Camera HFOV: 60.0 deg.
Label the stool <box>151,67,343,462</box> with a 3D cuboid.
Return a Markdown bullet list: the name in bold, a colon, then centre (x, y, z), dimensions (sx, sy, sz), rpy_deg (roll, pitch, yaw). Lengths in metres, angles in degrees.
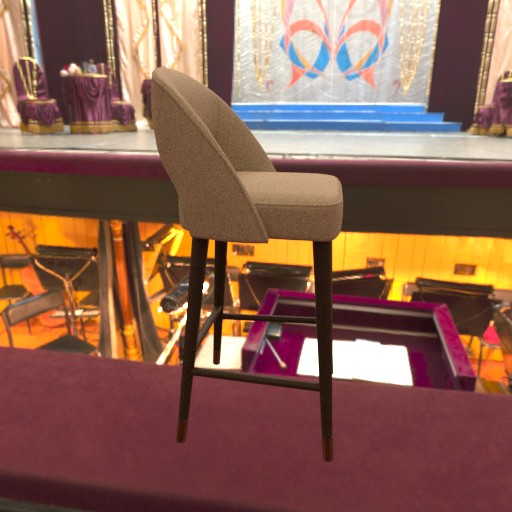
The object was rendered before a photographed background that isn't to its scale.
- **stool**: centre (0.000, 0.000, 1.317), dimensions (0.509, 1.037, 0.494), rpy_deg (3, 19, 9)
